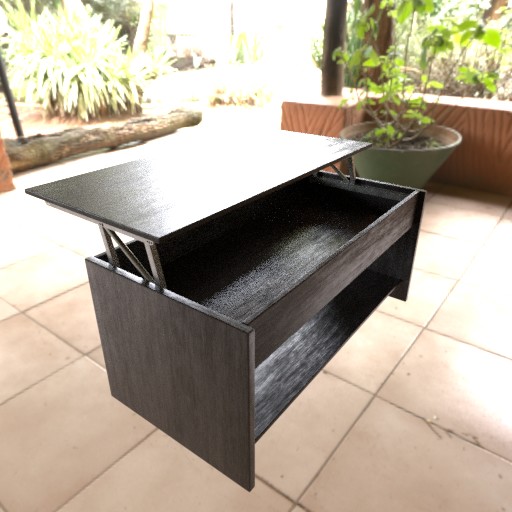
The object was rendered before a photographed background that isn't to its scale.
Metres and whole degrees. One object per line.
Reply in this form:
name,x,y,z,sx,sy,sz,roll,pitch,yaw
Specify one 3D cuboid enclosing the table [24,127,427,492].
table,0.000,0.000,1.412,0.712,0.570,1.000,19,32,32
